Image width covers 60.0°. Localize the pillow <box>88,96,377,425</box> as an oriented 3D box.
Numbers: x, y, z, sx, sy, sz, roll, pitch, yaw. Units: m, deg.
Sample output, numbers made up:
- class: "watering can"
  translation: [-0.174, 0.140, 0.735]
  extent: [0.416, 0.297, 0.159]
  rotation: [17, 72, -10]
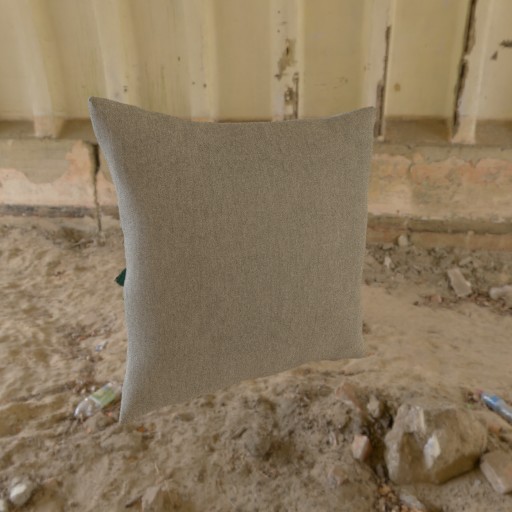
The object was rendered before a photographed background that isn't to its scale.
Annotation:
- class: "pillow"
  translation: [0.000, 0.000, 0.662]
  extent: [0.433, 0.436, 0.173]
  rotation: [-7, 17, -25]
